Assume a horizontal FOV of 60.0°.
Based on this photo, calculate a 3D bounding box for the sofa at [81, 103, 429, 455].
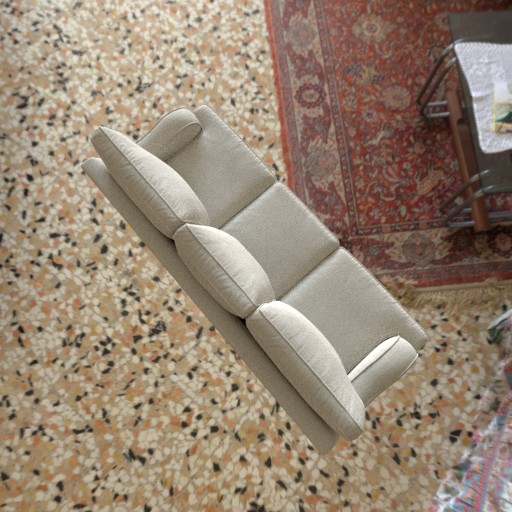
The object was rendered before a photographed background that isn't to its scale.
[{"bbox_3d":[0.000,0.000,2.956,1.016,0.991,2.323,-40,79,-10],"label":"sofa"}]
